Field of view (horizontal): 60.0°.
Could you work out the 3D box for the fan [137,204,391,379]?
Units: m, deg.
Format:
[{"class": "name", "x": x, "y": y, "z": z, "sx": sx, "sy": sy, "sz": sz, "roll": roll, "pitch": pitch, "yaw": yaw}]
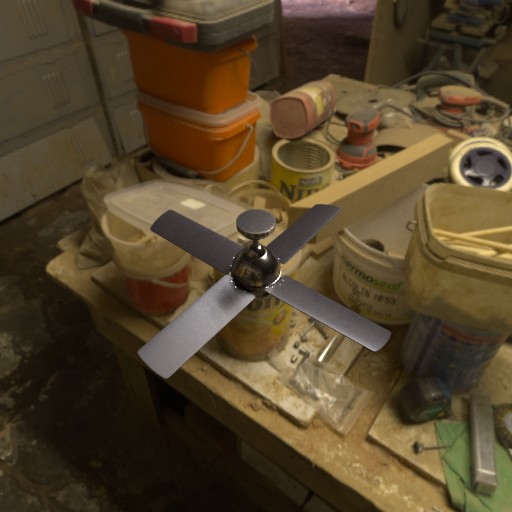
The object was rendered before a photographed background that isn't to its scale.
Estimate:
[{"class": "fan", "x": 0.000, "y": 0.000, "z": 2.020, "sx": 1.332, "sy": 0.403, "sz": 1.332, "roll": 28, "pitch": 49, "yaw": 27}]
